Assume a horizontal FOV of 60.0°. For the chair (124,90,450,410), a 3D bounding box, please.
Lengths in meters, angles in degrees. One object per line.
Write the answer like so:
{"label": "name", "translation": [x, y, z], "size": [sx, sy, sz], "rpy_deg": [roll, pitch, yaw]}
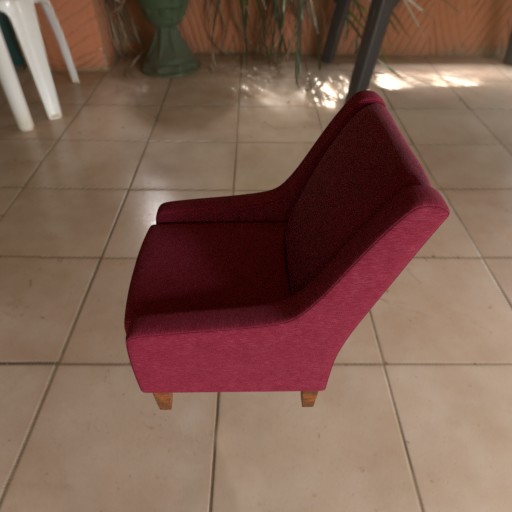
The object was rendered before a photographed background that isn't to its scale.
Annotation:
{"label": "chair", "translation": [0.000, 0.000, 1.724], "size": [0.985, 1.017, 0.793], "rpy_deg": [-1, 41, -1]}
